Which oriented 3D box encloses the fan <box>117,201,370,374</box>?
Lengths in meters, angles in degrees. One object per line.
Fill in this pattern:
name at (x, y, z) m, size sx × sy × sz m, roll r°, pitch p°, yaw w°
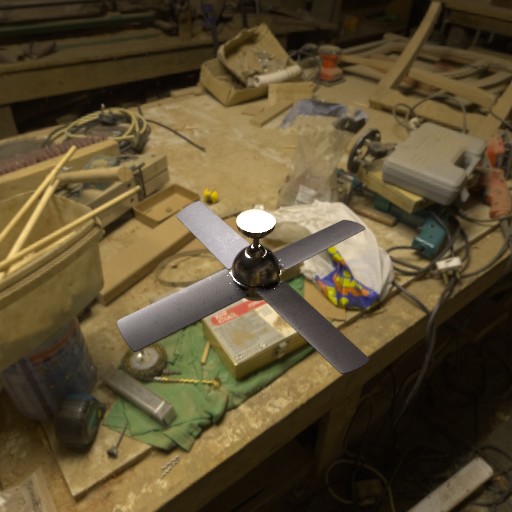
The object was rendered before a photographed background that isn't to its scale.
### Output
fan at (0.000, 0.000, 2.027) m, size 1.332 × 0.403 × 1.332 m, roll -25°, pitch 47°, yaw -26°
